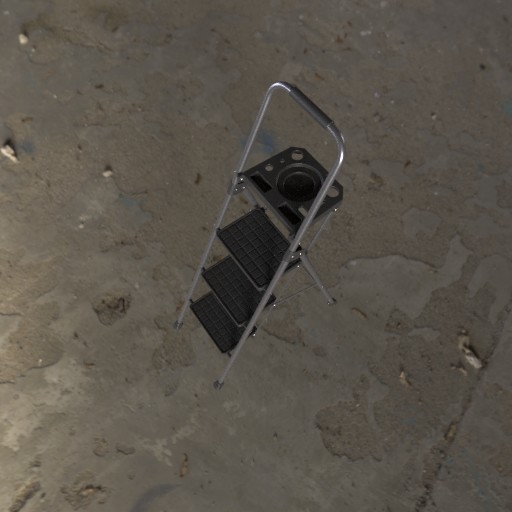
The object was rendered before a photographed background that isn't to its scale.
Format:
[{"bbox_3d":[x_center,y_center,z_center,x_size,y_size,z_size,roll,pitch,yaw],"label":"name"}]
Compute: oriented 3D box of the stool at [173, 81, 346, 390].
[{"bbox_3d":[0.000,0.000,1.627,0.733,1.277,0.396,-33,68,-15],"label":"stool"}]
